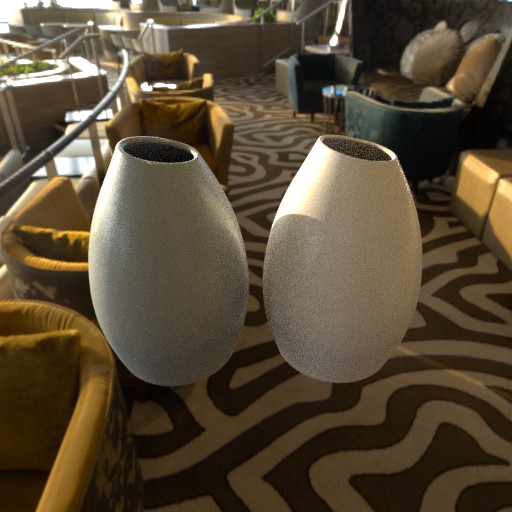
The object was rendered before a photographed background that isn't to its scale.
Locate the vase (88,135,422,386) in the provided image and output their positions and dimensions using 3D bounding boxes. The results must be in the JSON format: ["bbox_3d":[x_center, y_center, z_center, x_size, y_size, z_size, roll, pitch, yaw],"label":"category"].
[{"bbox_3d":[0.000,0.000,0.250,0.187,0.131,0.089,-1,32,-1],"label":"vase"}]
